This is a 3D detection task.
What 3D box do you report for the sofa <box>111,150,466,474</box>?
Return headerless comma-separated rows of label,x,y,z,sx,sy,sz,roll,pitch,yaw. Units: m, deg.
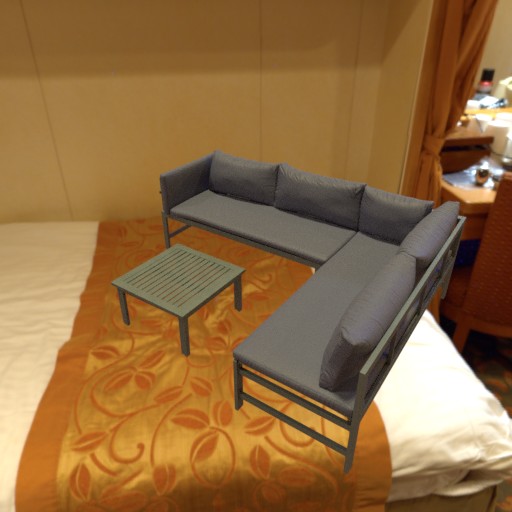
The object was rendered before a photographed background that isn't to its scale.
sofa,0.000,0.000,2.919,2.149,0.762,1.658,20,36,29
